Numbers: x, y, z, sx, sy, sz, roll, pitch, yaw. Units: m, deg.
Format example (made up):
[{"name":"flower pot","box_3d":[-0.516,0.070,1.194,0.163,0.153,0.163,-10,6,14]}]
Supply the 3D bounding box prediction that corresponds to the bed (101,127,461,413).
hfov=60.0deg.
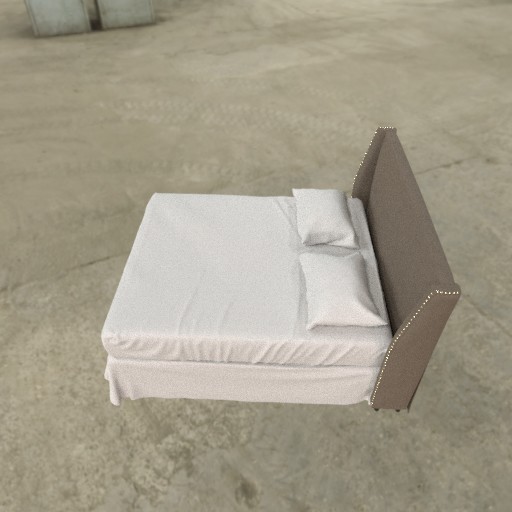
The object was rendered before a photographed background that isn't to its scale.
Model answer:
[{"name":"bed","box_3d":[0.000,0.000,3.491,2.276,1.332,1.925,2,43,2]}]
